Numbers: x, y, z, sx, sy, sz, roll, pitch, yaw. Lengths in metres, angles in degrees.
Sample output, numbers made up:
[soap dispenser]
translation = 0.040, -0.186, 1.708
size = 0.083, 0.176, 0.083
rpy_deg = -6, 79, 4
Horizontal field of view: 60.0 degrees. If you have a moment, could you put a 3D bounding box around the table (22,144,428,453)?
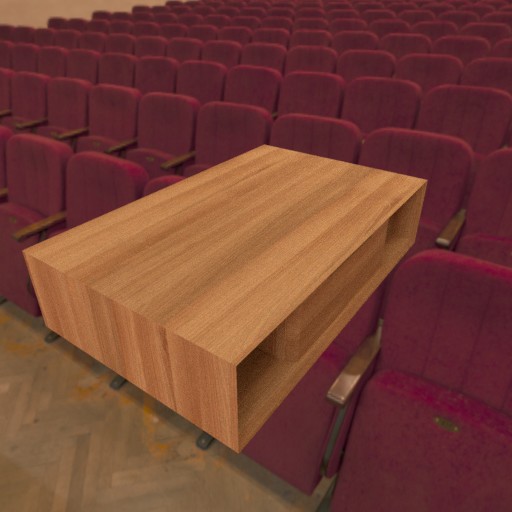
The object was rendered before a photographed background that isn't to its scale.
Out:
[table]
translation = 0.000, 0.000, 1.439
size = 0.700, 0.330, 1.100
rpy_deg = 20, 37, 30
